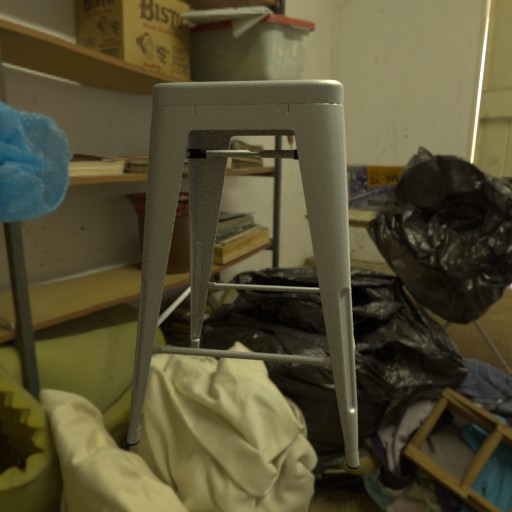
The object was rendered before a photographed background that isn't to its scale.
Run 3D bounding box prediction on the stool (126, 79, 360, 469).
[{"bbox_3d":[0.000,0.000,0.875,0.406,0.610,0.406,2,14,9],"label":"stool"}]
